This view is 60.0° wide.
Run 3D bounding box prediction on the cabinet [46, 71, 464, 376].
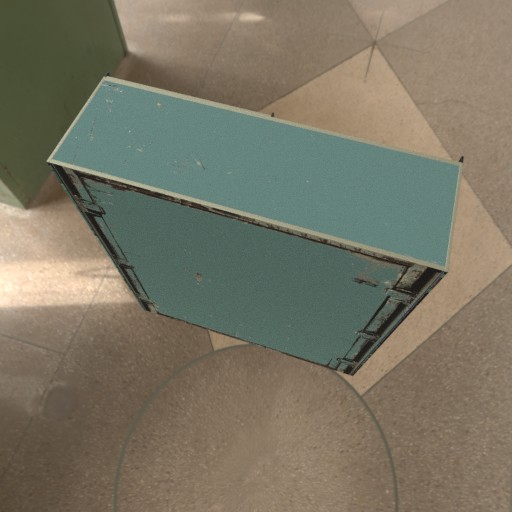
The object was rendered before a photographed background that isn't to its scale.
[{"bbox_3d":[0.000,0.000,3.201,2.000,2.160,0.680,16,64,8],"label":"cabinet"}]
